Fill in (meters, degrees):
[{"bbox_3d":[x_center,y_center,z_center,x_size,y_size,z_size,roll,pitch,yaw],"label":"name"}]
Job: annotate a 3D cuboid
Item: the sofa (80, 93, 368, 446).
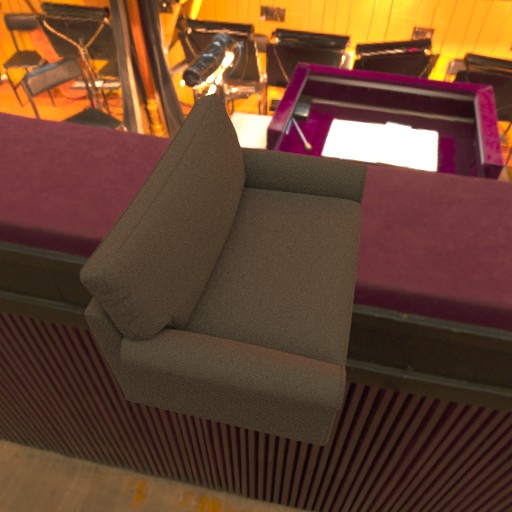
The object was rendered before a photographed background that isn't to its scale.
[{"bbox_3d":[0.000,0.000,2.077,0.940,0.953,1.410,10,47,9],"label":"sofa"}]
